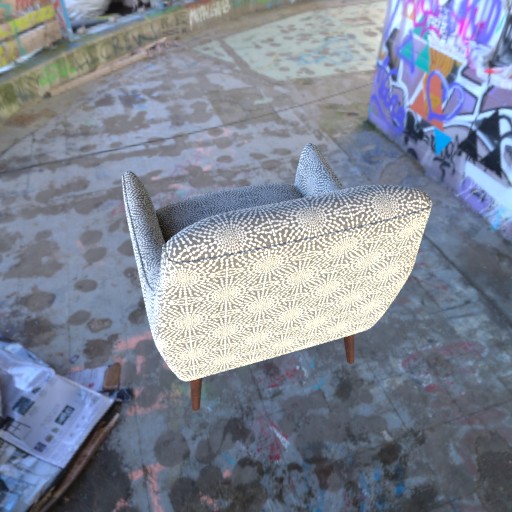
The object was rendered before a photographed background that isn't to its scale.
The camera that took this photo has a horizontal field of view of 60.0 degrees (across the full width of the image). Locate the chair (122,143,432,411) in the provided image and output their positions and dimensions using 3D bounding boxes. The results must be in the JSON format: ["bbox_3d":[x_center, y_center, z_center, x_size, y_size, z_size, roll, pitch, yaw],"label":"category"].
[{"bbox_3d":[0.000,0.000,1.474,0.762,0.838,0.787,-13,43,-14],"label":"chair"}]
